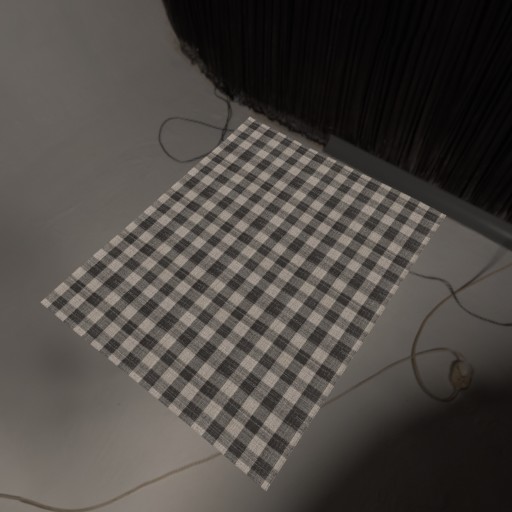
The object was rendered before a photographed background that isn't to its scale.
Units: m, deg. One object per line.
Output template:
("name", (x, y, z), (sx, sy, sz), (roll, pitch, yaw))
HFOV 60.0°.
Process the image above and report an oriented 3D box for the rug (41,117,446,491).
("rug", (0.000, 0.000, 4.117), (2.432, 0.013, 3.021), (32, 63, 19))
